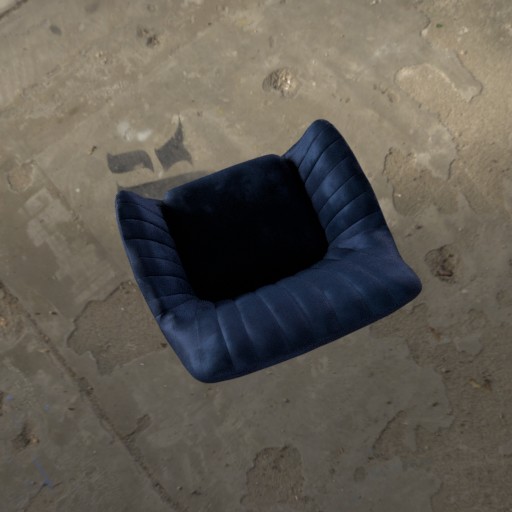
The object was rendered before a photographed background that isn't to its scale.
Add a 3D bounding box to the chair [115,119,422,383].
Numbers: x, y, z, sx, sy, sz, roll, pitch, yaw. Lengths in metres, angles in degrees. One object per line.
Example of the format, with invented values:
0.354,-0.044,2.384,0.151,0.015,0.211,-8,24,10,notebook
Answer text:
0.000,0.000,1.205,0.578,0.826,0.573,-21,76,-5,chair
